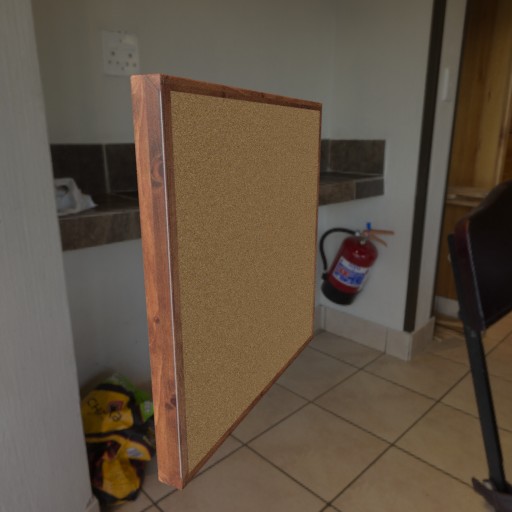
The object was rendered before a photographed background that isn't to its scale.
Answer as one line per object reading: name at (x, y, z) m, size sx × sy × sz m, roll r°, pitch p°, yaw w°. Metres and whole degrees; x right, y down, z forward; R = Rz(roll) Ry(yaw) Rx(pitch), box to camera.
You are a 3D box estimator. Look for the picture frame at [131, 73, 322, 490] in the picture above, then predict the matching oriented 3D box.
picture frame at (0.000, 0.000, 0.515) m, size 0.028 × 0.356 × 0.352 m, roll 8°, pitch 17°, yaw 26°
